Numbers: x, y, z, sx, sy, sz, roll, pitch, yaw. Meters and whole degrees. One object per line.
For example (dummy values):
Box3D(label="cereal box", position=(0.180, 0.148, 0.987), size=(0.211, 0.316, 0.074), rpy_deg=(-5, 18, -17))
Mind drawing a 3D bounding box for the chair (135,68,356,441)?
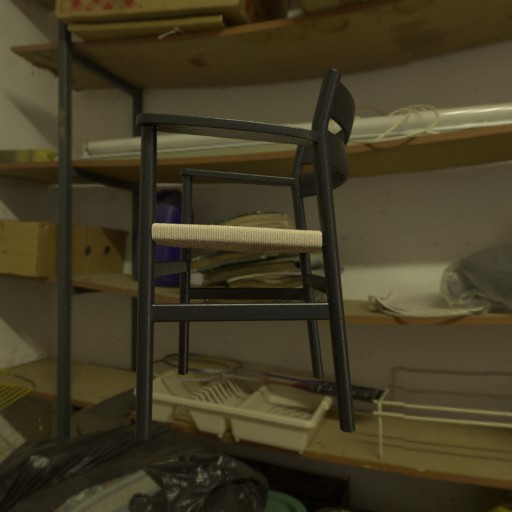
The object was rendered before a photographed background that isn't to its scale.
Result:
Box3D(label="chair", position=(0.000, 0.000, 1.192), size=(0.508, 0.775, 0.630), rpy_deg=(0, 0, 0))
